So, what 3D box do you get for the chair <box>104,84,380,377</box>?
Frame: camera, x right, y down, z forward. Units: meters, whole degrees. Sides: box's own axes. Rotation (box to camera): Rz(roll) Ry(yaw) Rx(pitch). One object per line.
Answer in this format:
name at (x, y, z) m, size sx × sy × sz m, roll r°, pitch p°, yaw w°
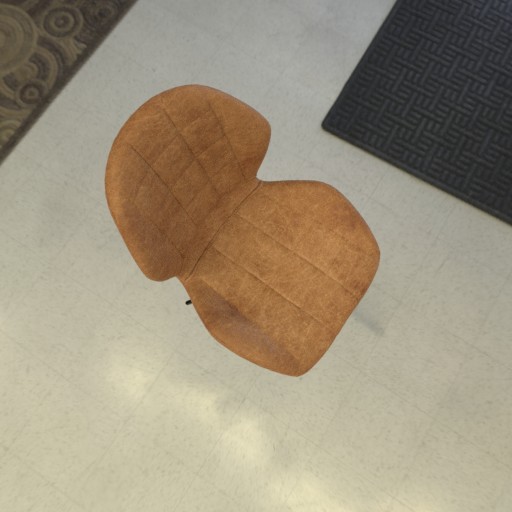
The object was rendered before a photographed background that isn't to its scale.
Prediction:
chair at (0.000, 0.000, 1.304) m, size 0.640 × 0.929 × 0.527 m, roll 35°, pitch 79°, yaw 8°
